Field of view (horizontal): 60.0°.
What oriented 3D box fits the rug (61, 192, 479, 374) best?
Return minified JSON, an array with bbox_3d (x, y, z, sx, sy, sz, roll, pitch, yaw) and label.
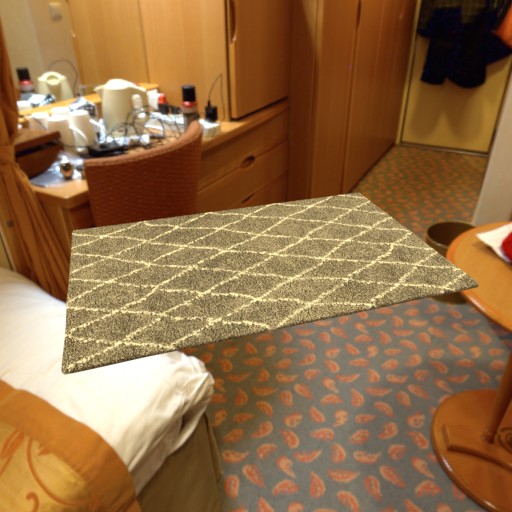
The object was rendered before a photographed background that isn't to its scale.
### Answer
[{"bbox_3d":[0.000,0.000,3.056,2.438,0.030,1.524,-9,32,-15],"label":"rug"}]
